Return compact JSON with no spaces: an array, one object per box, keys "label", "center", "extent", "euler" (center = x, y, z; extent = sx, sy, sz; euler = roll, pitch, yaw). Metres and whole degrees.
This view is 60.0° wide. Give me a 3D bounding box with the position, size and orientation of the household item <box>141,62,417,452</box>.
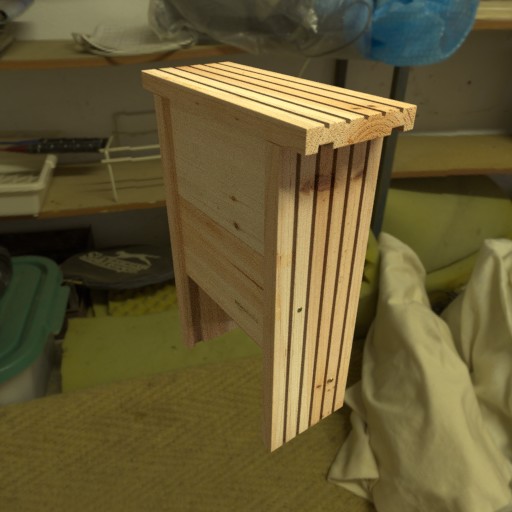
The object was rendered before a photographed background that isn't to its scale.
[{"label":"household item","center":[0.000,0.000,0.556],"extent":[0.123,0.407,0.301],"euler":[-20,37,-29]}]
